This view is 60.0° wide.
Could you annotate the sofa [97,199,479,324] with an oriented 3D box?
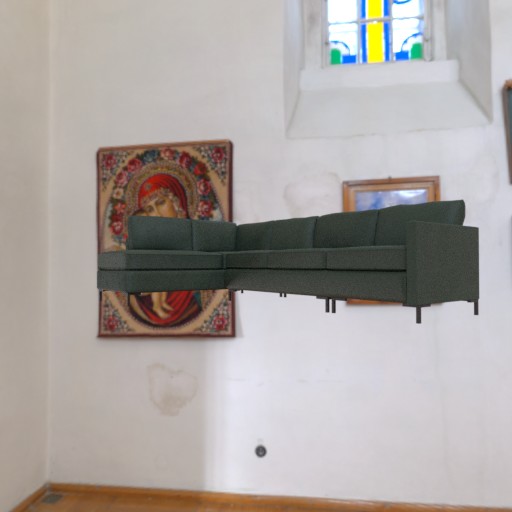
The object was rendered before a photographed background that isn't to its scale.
[{"bbox_3d":[0.000,0.000,4.377,2.048,0.996,3.384,1,-1,-37],"label":"sofa"}]
